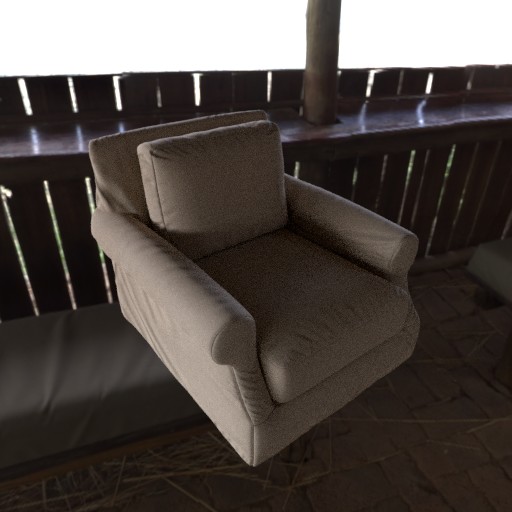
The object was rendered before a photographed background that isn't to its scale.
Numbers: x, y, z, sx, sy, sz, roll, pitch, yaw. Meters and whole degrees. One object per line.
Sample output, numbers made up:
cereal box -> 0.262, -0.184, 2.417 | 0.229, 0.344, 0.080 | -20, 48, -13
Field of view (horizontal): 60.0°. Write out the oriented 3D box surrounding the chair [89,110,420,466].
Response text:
chair -> 0.000, 0.000, 1.723 | 0.940, 0.866, 1.066 | -22, 37, -32
